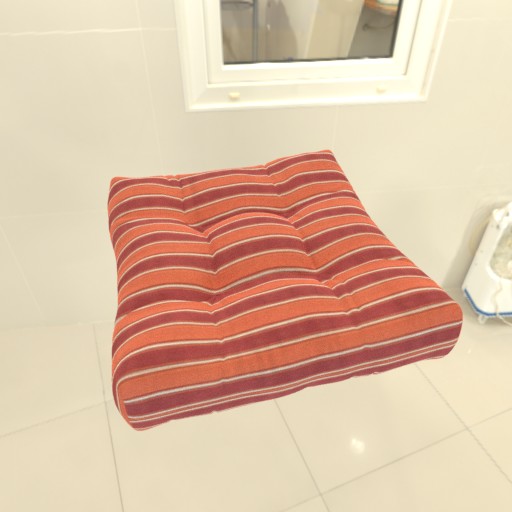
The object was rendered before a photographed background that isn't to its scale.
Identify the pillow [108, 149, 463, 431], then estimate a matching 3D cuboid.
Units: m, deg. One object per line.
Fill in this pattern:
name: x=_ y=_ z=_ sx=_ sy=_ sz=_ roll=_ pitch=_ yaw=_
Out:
pillow: x=0.000 y=0.000 z=0.731 sx=0.468 sy=0.133 sz=0.490 roll=-10 pitch=42 yaw=-11
